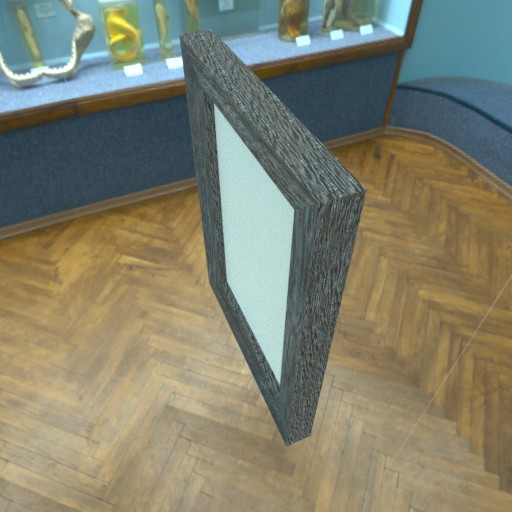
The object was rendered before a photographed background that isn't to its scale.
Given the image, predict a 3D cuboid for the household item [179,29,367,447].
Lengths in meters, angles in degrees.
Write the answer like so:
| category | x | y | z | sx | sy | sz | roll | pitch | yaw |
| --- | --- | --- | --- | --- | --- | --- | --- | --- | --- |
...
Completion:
| category | x | y | z | sx | sy | sz | roll | pitch | yaw |
| --- | --- | --- | --- | --- | --- | --- | --- | --- | --- |
| household item | 0.000 | 0.000 | 0.232 | 0.020 | 0.180 | 0.133 | -18 | 49 | -16 |
